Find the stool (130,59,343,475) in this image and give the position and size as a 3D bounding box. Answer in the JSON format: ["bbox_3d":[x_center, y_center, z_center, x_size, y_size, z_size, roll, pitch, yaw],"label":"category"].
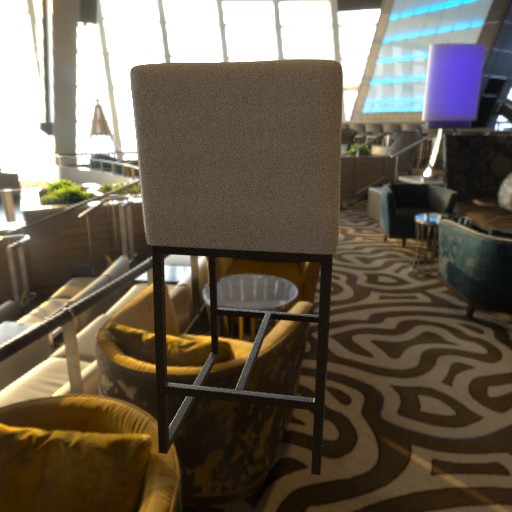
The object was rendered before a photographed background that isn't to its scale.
[{"bbox_3d":[0.000,0.000,1.274,0.459,0.971,0.567,3,17,10],"label":"stool"}]
